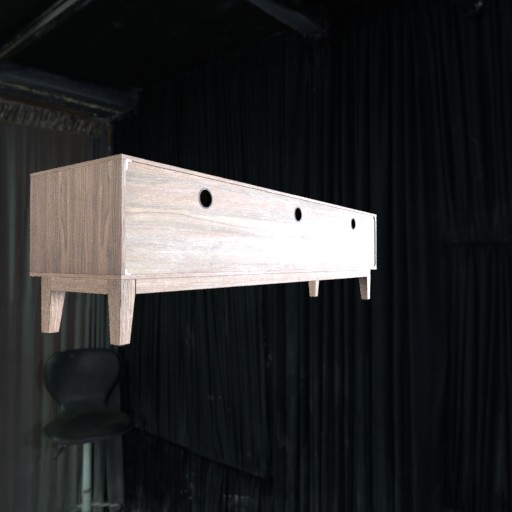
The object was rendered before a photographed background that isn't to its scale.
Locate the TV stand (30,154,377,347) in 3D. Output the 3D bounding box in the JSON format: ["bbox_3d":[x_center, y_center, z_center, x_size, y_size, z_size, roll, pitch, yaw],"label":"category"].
[{"bbox_3d":[0.000,0.000,1.631,0.366,0.409,1.482,0,-1,35],"label":"TV stand"}]
